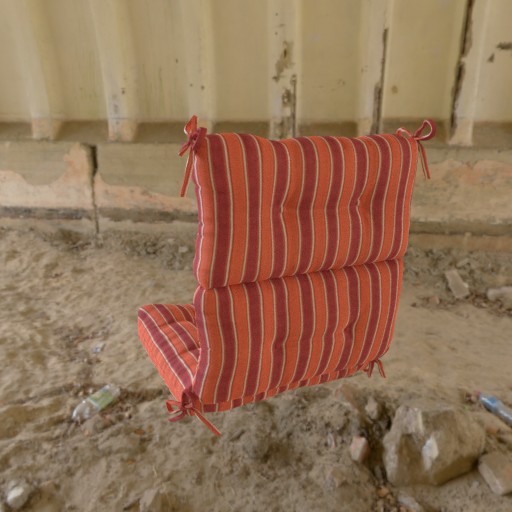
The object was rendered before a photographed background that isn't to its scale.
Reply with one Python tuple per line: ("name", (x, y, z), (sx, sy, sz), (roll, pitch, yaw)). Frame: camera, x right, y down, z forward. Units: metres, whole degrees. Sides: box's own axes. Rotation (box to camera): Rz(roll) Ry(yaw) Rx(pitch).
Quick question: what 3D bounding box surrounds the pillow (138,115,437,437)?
("pillow", (0.000, 0.000, 1.035), (0.519, 0.605, 0.571), (-7, 17, -26))
